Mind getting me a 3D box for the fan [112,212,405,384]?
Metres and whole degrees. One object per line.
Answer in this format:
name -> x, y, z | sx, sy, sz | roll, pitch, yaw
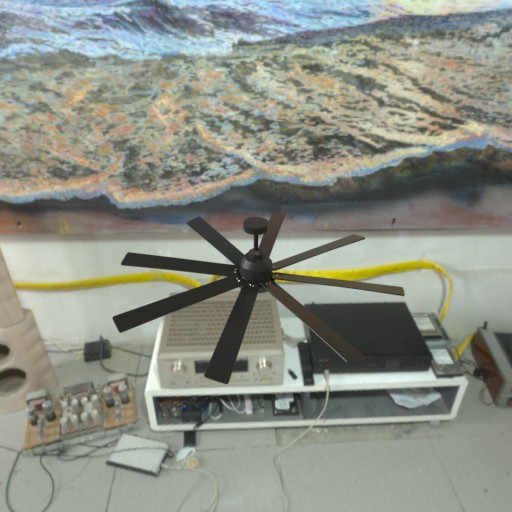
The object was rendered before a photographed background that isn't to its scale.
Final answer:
fan -> 0.000, 0.000, 2.774 | 1.830, 0.472, 1.830 | -19, 36, -28
